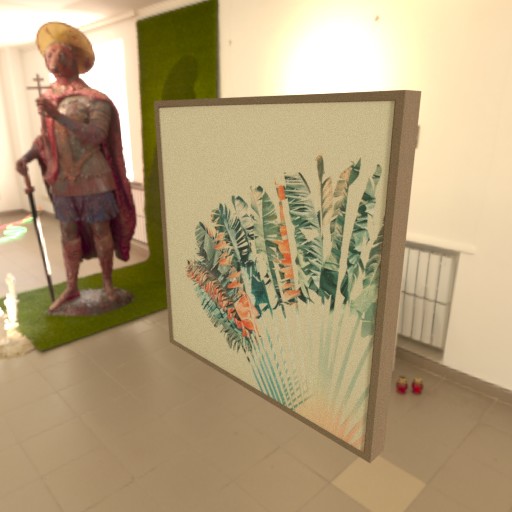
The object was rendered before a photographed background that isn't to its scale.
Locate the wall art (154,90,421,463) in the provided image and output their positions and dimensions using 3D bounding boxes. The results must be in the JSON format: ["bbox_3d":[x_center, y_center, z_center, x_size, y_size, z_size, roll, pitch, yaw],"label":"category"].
[{"bbox_3d":[0.000,0.000,0.750,0.038,0.506,0.508,-16,24,-42],"label":"wall art"}]
